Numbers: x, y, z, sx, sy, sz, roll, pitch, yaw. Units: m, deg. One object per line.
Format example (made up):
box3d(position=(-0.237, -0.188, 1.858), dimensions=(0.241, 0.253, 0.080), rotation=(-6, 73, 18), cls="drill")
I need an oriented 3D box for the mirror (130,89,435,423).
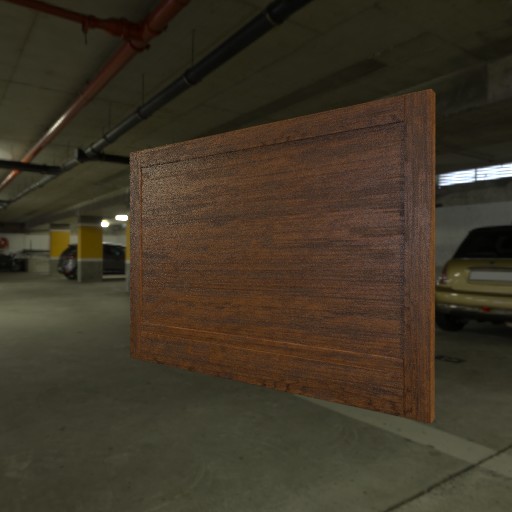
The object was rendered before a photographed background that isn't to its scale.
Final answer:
box3d(position=(0.000, 0.000, 0.967), dimensions=(0.758, 0.537, 0.084), rotation=(0, 0, 36), cls="mirror")
